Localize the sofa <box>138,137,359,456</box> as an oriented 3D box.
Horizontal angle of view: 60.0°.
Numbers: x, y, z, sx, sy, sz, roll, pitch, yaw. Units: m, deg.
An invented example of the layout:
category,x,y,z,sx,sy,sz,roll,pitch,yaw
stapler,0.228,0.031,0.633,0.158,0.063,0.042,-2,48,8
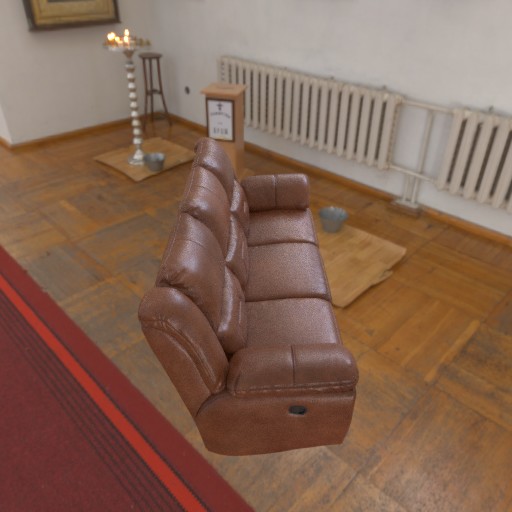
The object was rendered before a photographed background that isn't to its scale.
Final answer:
category,x,y,z,sx,sy,sz,roll,pitch,yaw
sofa,0.000,0.000,2.943,0.991,1.043,2.337,0,33,0
